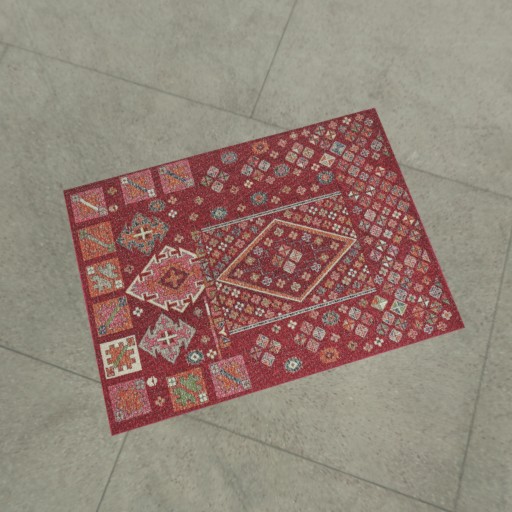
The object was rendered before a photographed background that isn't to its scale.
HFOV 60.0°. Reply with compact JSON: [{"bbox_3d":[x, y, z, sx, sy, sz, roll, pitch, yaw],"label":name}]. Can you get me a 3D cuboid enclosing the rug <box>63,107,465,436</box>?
[{"bbox_3d":[0.000,0.000,2.802,2.184,0.007,1.579,-16,76,-4],"label":"rug"}]
